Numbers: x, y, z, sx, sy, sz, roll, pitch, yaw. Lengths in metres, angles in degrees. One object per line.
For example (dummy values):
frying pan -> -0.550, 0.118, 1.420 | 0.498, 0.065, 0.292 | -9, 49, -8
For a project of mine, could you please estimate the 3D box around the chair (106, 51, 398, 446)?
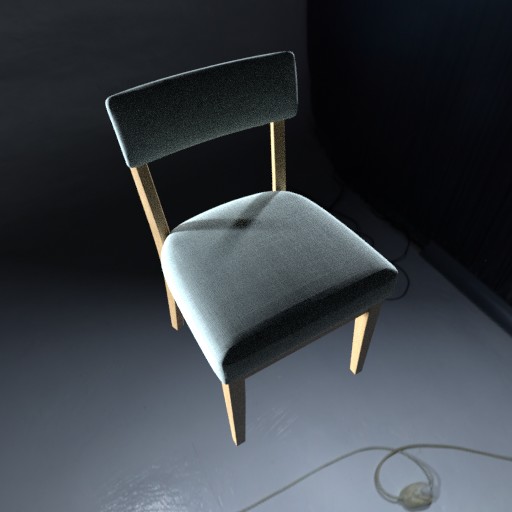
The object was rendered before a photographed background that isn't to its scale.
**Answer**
chair -> 0.000, 0.000, 1.193 | 0.508, 0.832, 0.572 | -24, 51, -21
